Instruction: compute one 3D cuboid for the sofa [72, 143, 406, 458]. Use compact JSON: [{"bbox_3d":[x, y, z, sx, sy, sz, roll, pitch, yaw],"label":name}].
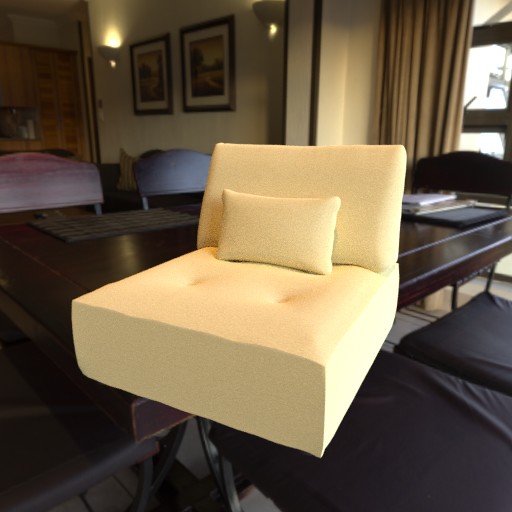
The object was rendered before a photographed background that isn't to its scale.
[{"bbox_3d":[0.000,0.000,1.708,0.930,0.820,1.000,8,17,26],"label":"sofa"}]
